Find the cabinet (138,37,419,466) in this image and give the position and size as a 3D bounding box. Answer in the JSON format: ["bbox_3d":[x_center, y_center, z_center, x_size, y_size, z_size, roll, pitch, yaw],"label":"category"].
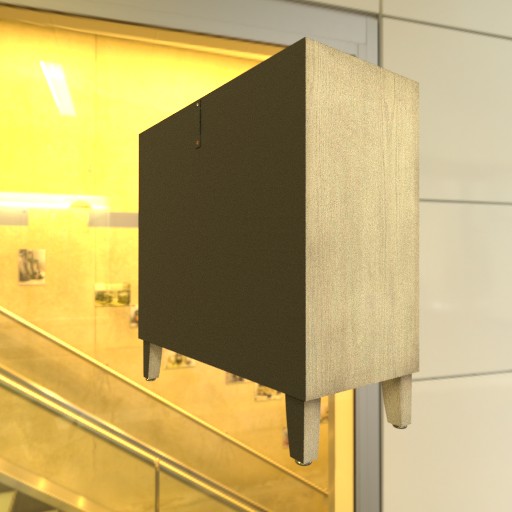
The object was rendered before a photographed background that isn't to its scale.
[{"bbox_3d":[0.000,0.000,1.218,0.370,0.787,0.781,0,0,-37],"label":"cabinet"}]
